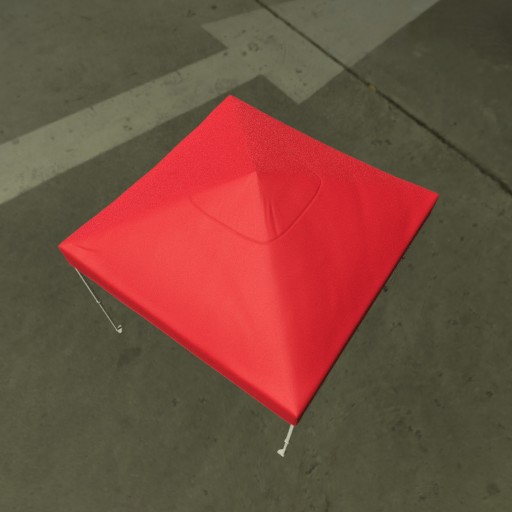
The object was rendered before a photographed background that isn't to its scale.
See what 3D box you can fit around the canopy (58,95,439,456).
[{"bbox_3d":[0.000,0.000,5.443,2.998,2.997,2.996,31,63,18],"label":"canopy"}]
